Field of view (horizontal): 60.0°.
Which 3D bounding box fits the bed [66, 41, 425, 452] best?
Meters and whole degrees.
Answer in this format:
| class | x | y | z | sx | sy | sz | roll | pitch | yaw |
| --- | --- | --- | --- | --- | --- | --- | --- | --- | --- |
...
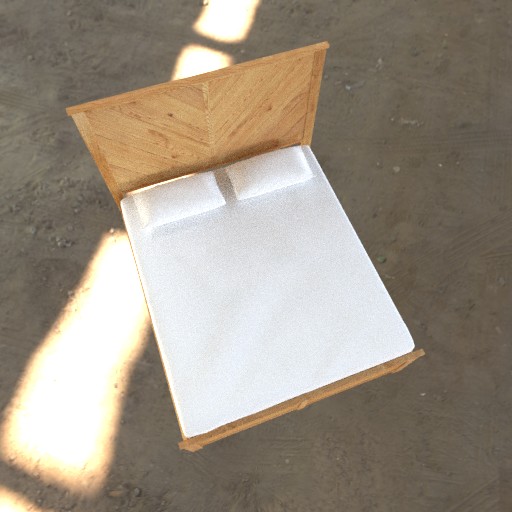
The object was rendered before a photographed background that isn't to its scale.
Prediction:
| class | x | y | z | sx | sy | sz | roll | pitch | yaw |
| --- | --- | --- | --- | --- | --- | --- | --- | --- | --- |
| bed | 0.000 | 0.000 | 3.960 | 2.225 | 1.938 | 2.530 | -18 | 65 | -9 |
